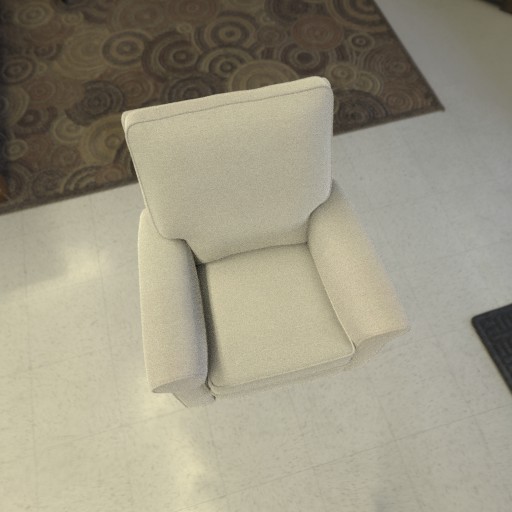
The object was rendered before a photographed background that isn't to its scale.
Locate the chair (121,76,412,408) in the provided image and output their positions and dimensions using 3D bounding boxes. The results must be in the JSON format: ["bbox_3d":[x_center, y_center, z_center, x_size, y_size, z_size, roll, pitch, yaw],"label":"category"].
[{"bbox_3d":[0.000,0.000,1.654,0.890,0.960,0.878,-12,64,-6],"label":"chair"}]
